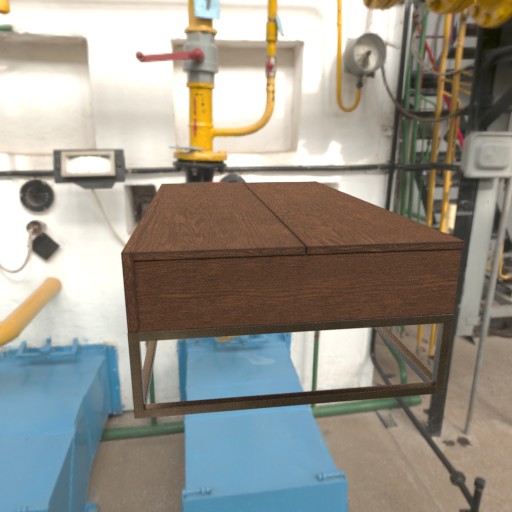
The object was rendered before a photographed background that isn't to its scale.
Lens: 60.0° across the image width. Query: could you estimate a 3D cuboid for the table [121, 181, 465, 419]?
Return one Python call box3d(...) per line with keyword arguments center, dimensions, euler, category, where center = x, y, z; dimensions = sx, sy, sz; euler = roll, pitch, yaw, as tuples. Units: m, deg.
box3d(center=(0.000, 0.000, 1.481), dimensions=(0.719, 0.361, 1.167), euler=(-2, 16, -8), category="table")
